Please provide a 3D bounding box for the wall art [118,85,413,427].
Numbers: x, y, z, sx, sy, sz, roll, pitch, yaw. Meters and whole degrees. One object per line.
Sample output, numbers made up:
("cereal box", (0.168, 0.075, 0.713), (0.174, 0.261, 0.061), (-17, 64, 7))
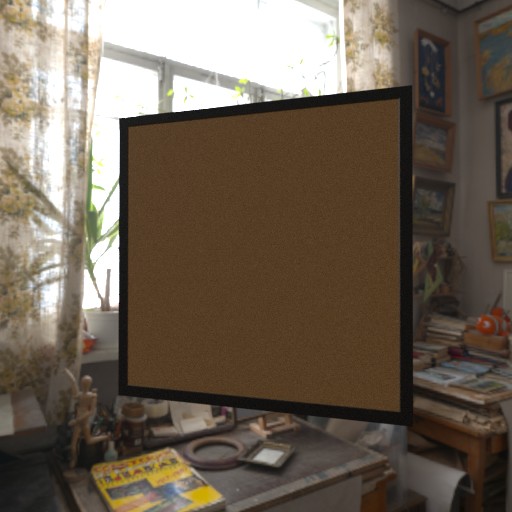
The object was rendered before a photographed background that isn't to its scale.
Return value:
("wall art", (0.000, 0.000, 0.457), (0.304, 0.304, 0.038), (0, 0, 18))
